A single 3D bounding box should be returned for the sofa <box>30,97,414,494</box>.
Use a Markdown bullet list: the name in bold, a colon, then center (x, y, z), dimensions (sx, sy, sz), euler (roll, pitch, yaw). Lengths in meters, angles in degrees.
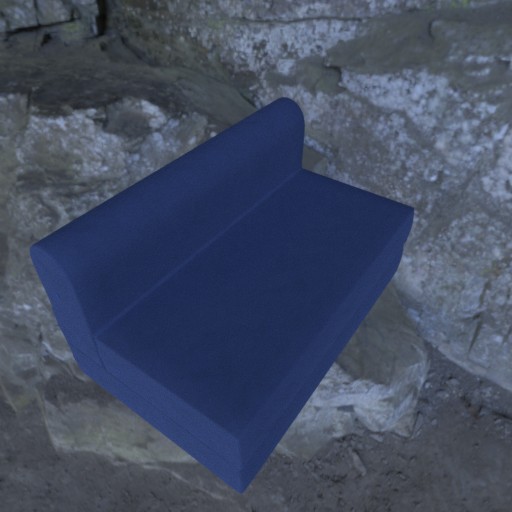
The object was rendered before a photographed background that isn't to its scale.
- **sofa**: center (0.000, 0.000, 1.625), dimensions (0.762, 0.660, 1.219), euler (26, 48, 26)
